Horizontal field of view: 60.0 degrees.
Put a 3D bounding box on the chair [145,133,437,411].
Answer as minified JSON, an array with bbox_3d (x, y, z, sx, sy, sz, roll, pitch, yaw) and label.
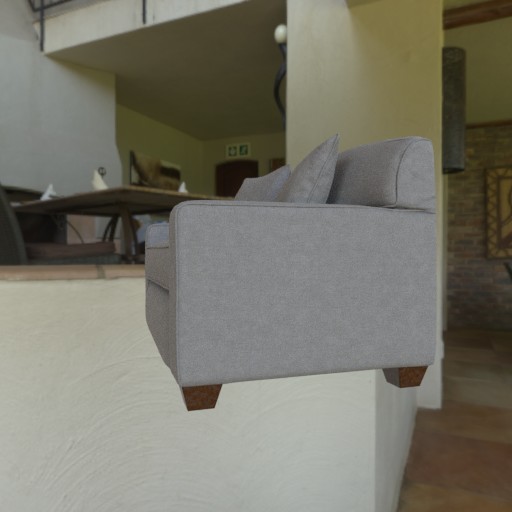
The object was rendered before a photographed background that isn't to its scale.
[{"bbox_3d":[0.000,0.000,2.113,0.992,0.953,1.395,0,1,-18],"label":"chair"}]
